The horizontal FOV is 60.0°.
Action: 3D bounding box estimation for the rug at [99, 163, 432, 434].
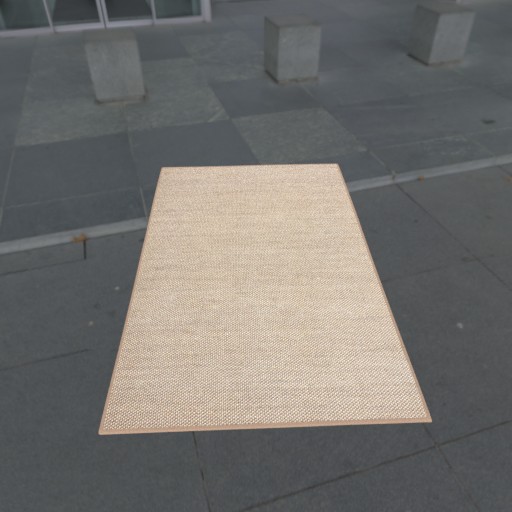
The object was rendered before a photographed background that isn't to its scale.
[{"bbox_3d":[0.000,0.000,2.029,1.061,0.012,1.668,-2,41,-2],"label":"rug"}]
